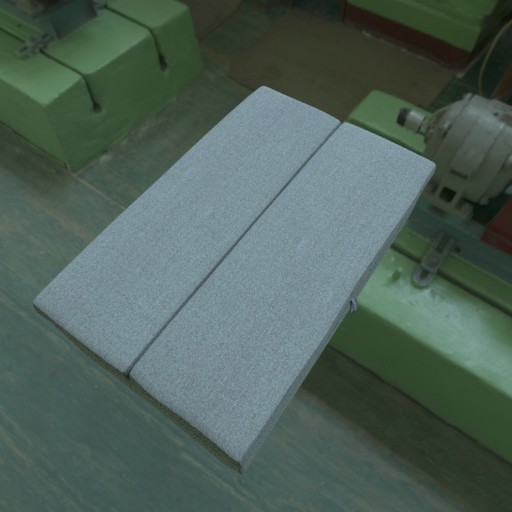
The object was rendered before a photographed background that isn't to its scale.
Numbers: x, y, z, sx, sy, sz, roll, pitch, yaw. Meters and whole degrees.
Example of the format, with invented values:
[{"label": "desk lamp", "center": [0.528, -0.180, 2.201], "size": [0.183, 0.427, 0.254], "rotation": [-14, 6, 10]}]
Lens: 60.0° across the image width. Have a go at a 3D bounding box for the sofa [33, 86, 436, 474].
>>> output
[{"label": "sofa", "center": [0.000, 0.000, 1.637], "size": [0.817, 0.434, 1.250], "rotation": [31, 64, 17]}]
